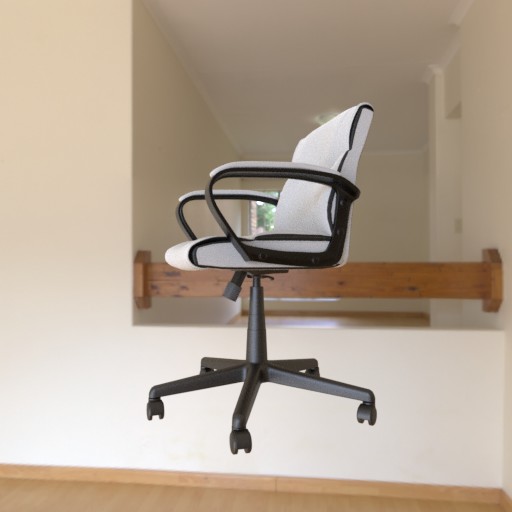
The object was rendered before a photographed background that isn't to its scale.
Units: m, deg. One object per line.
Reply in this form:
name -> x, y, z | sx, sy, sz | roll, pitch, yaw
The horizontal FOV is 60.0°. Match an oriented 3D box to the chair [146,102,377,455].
chair -> 0.000, 0.000, 1.492 | 0.717, 1.004, 0.739 | 0, -1, -18
